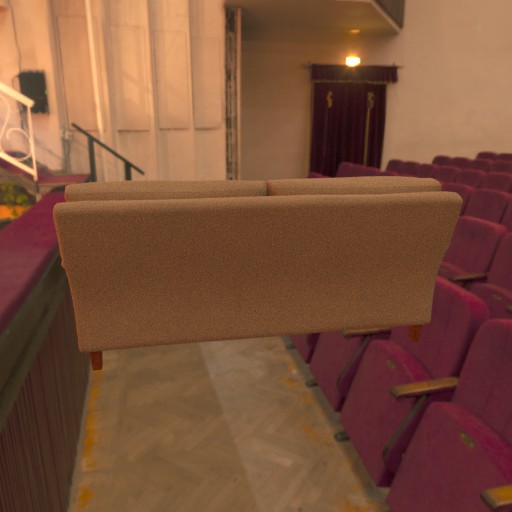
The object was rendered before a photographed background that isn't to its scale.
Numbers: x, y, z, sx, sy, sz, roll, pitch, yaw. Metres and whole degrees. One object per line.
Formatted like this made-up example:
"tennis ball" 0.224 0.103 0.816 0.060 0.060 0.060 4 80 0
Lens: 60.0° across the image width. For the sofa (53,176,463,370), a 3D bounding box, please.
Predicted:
"sofa" 0.000 0.000 2.721 2.070 0.997 1.091 -3 16 -10
